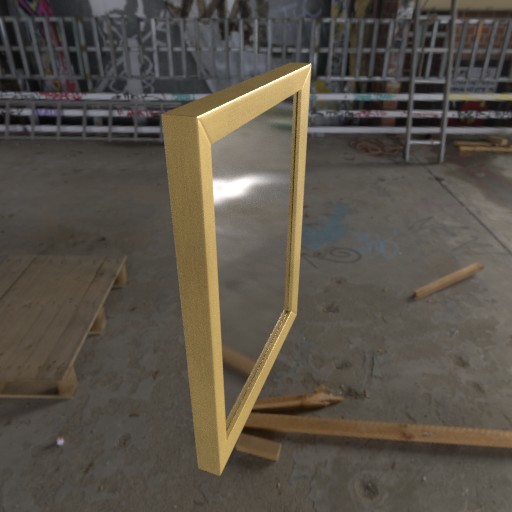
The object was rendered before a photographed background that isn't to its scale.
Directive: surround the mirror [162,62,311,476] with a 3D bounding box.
[{"bbox_3d":[0.000,0.000,0.684,0.041,0.508,0.405,11,32,18],"label":"mirror"}]
